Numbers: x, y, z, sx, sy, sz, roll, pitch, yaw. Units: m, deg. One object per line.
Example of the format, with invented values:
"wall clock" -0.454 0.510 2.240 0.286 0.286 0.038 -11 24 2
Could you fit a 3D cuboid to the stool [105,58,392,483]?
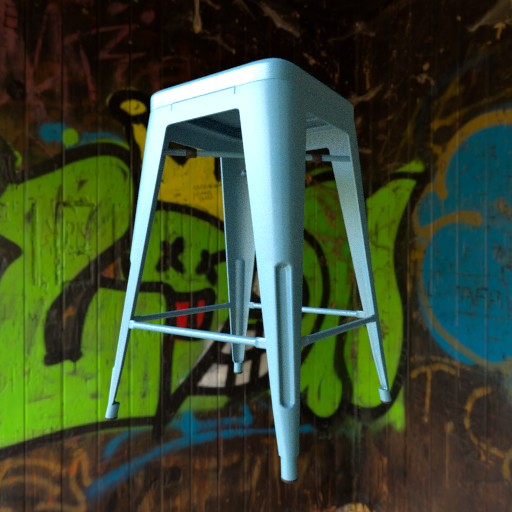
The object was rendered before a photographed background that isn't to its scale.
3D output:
"stool" 0.000 0.000 0.870 0.410 0.608 0.410 0 0 35
